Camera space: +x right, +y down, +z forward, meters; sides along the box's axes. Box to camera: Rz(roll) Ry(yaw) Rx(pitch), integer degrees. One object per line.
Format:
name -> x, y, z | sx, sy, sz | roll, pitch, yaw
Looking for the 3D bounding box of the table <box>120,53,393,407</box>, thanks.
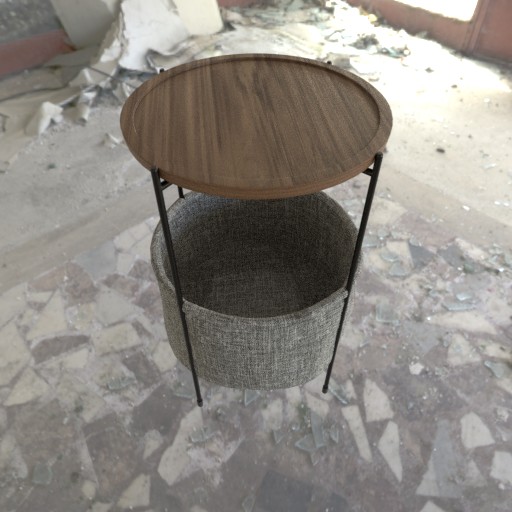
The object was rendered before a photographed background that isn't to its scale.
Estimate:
table -> 0.000, 0.000, 0.863 | 0.400, 0.623, 0.400 | -5, 46, -4
